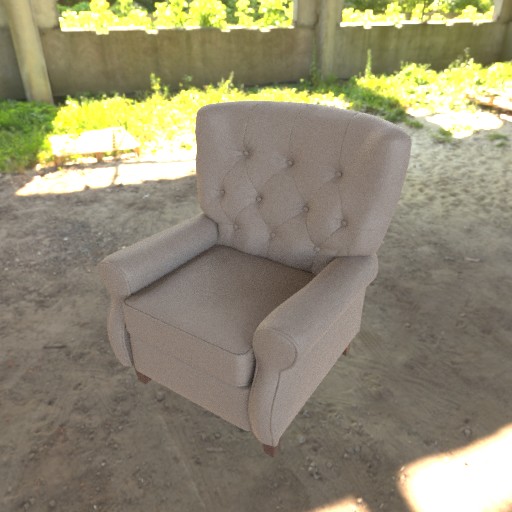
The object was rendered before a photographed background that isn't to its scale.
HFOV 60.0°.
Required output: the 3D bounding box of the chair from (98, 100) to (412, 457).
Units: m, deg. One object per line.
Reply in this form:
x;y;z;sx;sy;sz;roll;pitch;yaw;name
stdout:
0.000;0.000;1.890;0.999;1.138;1.041;18;33;29;chair
